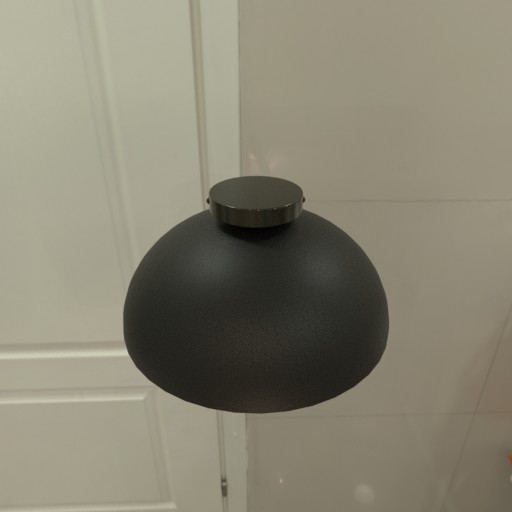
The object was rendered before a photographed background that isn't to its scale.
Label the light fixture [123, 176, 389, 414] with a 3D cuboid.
[{"bbox_3d":[0.000,0.000,0.571,0.355,0.177,0.355,0,29,0],"label":"light fixture"}]
